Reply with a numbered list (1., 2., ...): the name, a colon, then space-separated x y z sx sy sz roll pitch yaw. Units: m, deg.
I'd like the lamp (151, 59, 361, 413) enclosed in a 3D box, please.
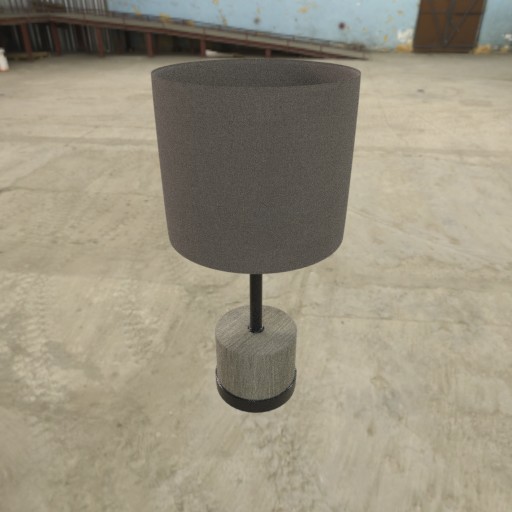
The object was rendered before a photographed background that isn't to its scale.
1. lamp: 0.000 0.000 0.603 0.229 0.470 0.229 20 36 32
